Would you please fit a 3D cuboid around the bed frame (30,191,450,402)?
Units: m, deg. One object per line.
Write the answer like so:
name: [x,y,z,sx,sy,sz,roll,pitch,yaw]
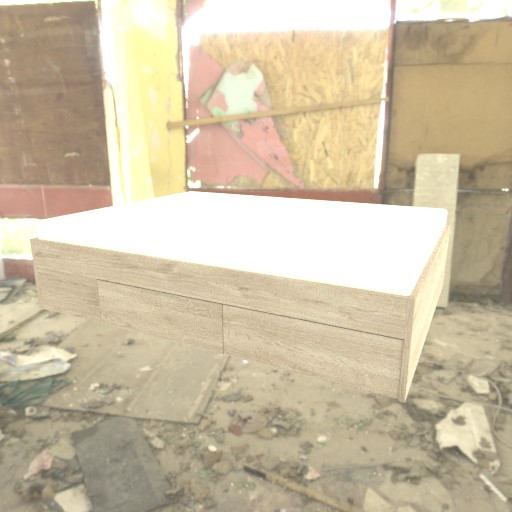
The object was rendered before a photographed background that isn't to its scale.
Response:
bed frame: [0.000,0.000,2.573,1.944,0.490,1.448,8,17,26]
